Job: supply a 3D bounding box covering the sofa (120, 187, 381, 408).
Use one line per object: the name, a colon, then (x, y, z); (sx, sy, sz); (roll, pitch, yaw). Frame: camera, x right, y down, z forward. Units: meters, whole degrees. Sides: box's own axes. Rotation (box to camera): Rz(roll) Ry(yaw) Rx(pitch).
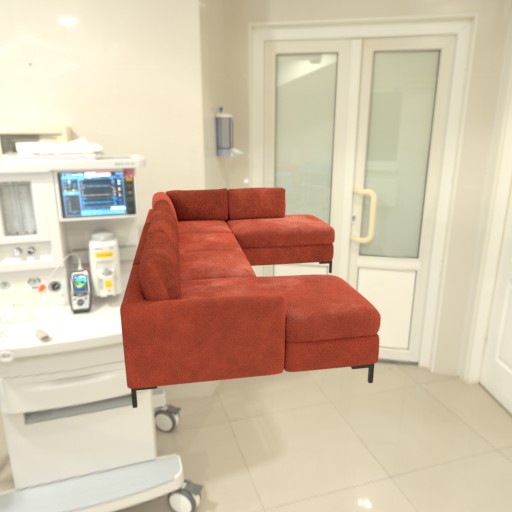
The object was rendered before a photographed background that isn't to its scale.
sofa: (0.000, 0.000, 3.905); (1.981, 0.858, 2.971); (-3, 17, -10)
